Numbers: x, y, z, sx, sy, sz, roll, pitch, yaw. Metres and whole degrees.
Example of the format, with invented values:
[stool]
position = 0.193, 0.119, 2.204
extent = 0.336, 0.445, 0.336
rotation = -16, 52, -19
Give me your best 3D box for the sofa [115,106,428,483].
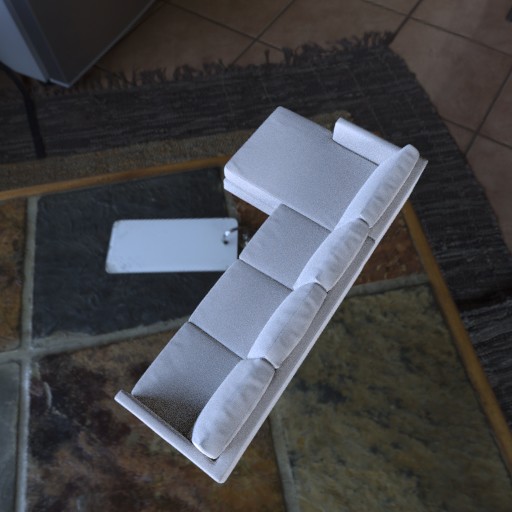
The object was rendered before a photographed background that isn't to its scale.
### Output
[sofa]
position = 0.000, 0.000, 3.856
extent = 1.625, 0.861, 3.186
rotation = 32, 68, 15
